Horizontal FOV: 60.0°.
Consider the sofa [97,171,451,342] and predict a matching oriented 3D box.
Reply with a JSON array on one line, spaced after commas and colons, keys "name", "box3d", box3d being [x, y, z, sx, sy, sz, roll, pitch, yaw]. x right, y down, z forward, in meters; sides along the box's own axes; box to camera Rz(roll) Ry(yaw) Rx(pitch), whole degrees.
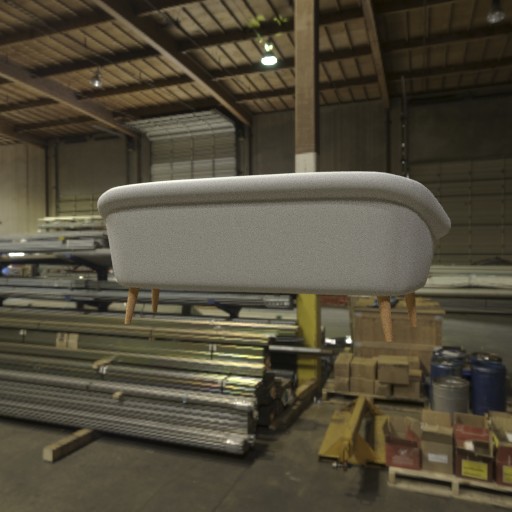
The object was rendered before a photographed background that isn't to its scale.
[{"name": "sofa", "box3d": [0.000, 0.000, 2.618, 2.160, 0.795, 0.827, 0, 1, 20]}]
